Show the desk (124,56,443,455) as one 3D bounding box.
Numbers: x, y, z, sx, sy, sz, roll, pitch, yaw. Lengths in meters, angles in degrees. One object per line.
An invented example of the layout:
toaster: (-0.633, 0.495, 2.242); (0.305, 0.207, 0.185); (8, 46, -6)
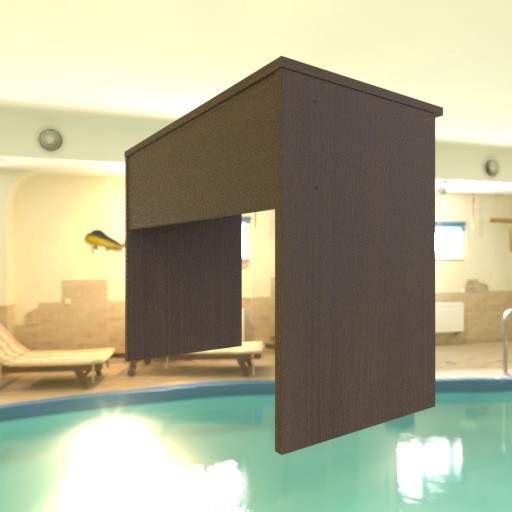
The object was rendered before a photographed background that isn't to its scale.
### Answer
desk: (0.000, 0.000, 1.310); (0.498, 0.724, 0.893); (0, 0, -34)
